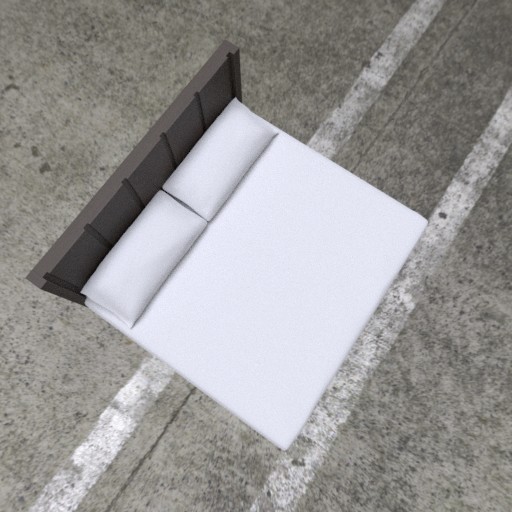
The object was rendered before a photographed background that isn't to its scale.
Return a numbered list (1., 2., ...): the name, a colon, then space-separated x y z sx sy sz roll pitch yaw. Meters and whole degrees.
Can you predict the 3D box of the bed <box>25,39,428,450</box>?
1. bed: 0.000 0.000 3.442 2.012 1.270 2.134 34 78 8
